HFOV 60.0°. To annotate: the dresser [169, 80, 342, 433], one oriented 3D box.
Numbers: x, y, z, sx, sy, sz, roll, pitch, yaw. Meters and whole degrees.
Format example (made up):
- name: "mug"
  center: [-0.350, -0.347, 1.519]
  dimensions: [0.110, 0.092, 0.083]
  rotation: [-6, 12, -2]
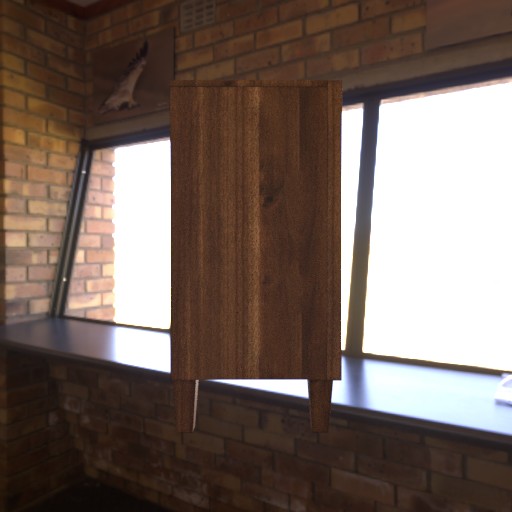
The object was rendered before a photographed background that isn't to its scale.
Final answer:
- name: "dresser"
  center: [0.000, 0.000, 1.802]
  dimensions: [0.438, 0.892, 1.387]
  rotation: [0, 1, 0]
